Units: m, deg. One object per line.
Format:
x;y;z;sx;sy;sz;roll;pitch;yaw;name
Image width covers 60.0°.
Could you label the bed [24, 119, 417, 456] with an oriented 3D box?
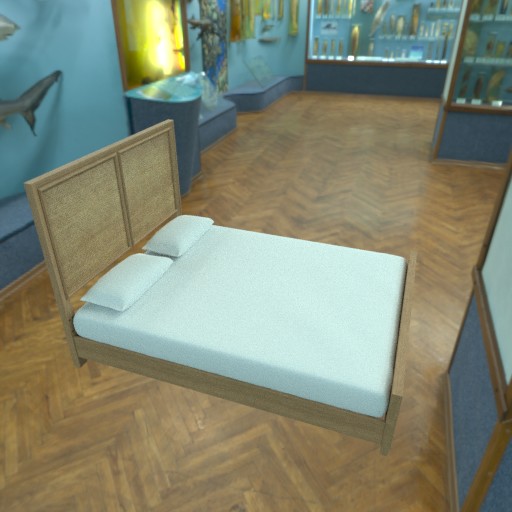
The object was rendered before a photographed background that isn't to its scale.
0.000;0.000;3.158;2.184;1.387;1.606;10;32;17;bed
